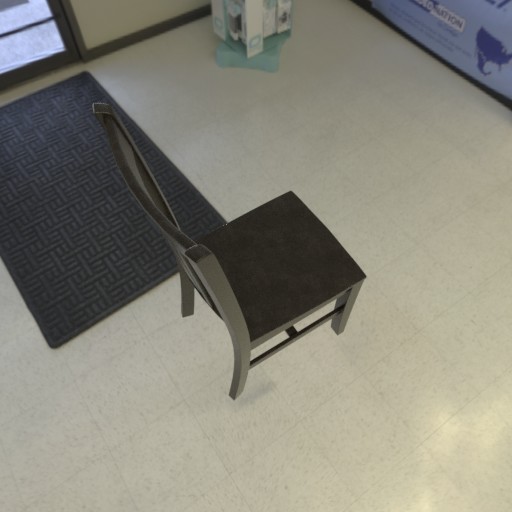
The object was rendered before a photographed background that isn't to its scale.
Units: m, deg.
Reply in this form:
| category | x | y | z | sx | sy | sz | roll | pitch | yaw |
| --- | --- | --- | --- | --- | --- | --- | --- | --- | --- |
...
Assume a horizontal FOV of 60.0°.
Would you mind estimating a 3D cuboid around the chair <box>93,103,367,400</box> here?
| category | x | y | z | sx | sy | sz | roll | pitch | yaw |
| --- | --- | --- | --- | --- | --- | --- | --- | --- | --- |
| chair | 0.000 | 0.000 | 1.298 | 0.555 | 0.998 | 0.450 | -28 | 62 | -17 |
